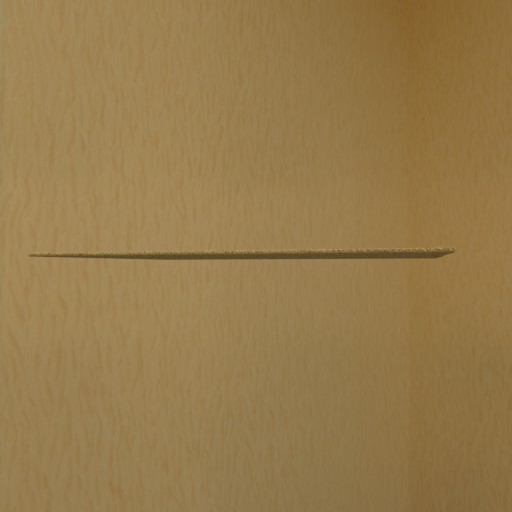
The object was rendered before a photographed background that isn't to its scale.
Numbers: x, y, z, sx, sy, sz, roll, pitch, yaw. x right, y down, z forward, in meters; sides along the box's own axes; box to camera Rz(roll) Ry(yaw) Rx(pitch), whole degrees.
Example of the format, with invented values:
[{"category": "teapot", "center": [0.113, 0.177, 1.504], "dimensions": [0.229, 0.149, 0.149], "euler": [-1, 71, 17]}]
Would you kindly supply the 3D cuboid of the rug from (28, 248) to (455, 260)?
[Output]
[{"category": "rug", "center": [0.000, 0.000, 3.451], "dimensions": [2.699, 0.025, 1.800], "euler": [0, -1, 20]}]
